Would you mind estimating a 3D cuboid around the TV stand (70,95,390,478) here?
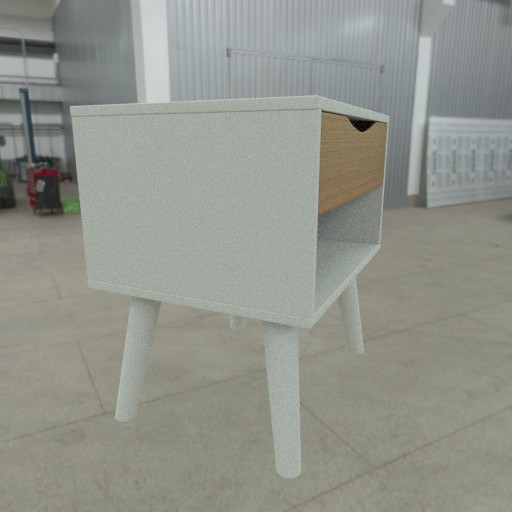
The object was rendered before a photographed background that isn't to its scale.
[{"bbox_3d":[0.000,0.000,0.902,0.405,0.559,0.508,7,16,25],"label":"TV stand"}]
